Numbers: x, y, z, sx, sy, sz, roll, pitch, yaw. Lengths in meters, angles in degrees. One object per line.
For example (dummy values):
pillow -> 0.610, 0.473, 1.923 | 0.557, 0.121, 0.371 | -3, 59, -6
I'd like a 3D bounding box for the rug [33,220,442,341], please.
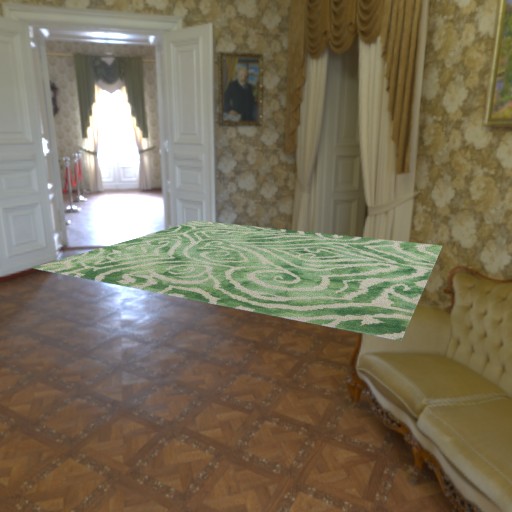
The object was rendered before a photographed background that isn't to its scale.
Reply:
rug -> 0.000, 0.000, 4.164 | 3.045, 0.007, 2.436 | 8, 17, 26
